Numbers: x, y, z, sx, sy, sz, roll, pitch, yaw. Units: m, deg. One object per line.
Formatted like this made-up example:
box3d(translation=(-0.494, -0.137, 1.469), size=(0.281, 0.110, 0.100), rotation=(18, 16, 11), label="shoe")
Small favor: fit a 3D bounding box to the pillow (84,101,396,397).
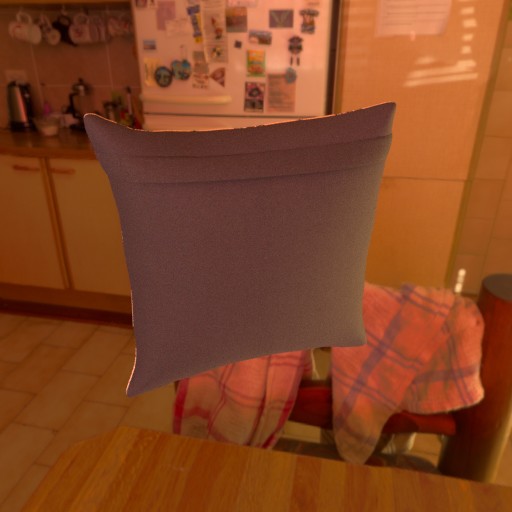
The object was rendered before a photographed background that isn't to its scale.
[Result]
box3d(translation=(0.000, 0.000, 0.631), size=(0.405, 0.406, 0.173), rotation=(-8, 27, -17), label="pillow")
